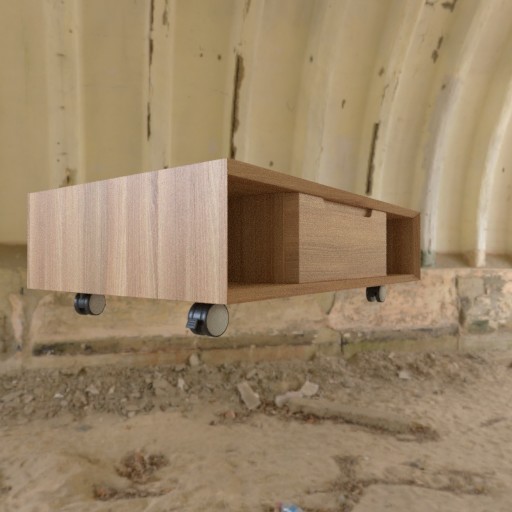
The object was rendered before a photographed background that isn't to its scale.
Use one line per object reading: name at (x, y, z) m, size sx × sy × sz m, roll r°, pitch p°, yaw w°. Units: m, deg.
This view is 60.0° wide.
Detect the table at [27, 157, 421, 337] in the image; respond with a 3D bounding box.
table at (0.000, 0.000, 1.413) m, size 0.700 × 0.330 × 1.100 m, roll 0°, pitch -1°, yaw 37°
